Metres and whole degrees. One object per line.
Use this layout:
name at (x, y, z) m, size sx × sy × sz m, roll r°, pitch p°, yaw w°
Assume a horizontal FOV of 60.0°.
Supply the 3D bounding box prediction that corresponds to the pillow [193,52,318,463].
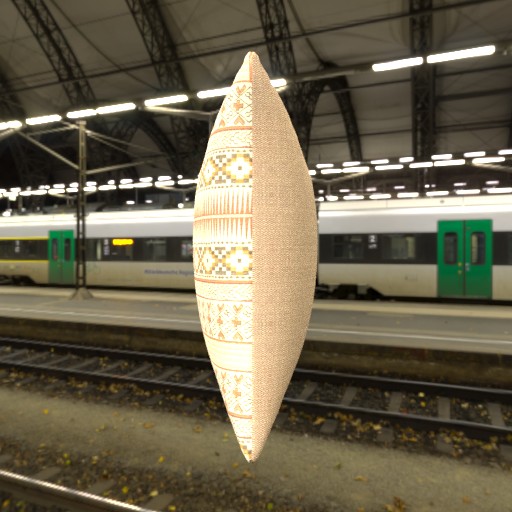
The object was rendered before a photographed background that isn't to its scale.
pillow at (0.000, 0.000, 0.809) m, size 0.215 × 0.519 × 0.521 m, roll 0°, pitch 1°, yaw 1°
